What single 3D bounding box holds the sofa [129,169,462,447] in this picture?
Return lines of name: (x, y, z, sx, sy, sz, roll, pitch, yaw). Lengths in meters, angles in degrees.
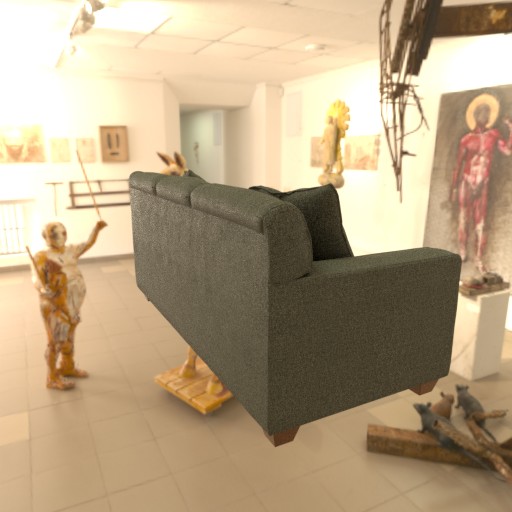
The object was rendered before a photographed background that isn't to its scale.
sofa: (0.000, 0.000, 2.559, 0.997, 0.958, 2.024, -7, 15, -27)
